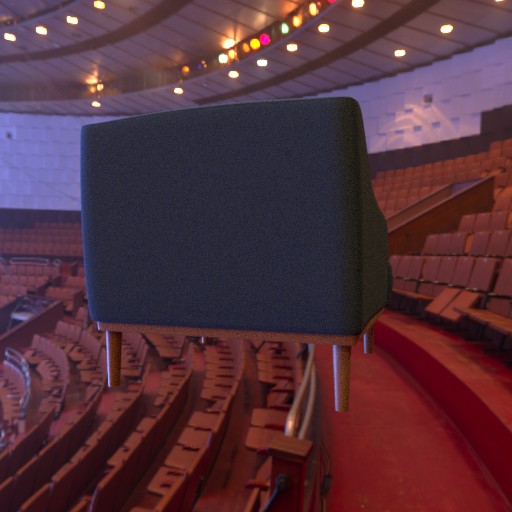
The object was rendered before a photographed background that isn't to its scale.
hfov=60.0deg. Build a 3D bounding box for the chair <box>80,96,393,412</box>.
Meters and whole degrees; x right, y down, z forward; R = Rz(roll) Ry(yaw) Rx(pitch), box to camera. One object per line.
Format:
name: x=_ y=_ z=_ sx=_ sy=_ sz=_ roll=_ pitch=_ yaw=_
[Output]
chair: x=0.000 y=0.000 z=1.623 sx=0.946 sy=0.818 sz=0.951 roll=0 pitch=0 yaw=18
